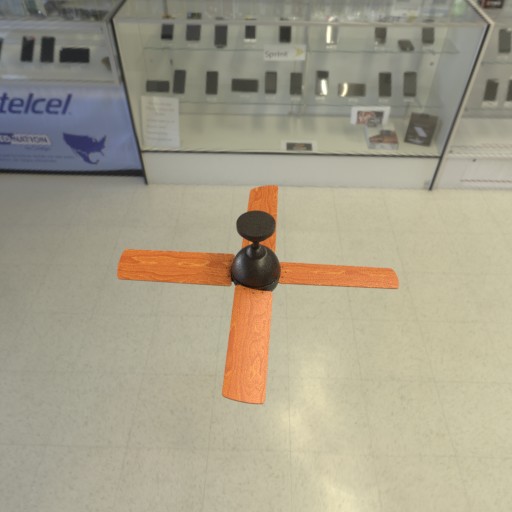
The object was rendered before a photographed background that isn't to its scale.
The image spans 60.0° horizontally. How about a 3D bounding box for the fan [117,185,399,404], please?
[{"bbox_3d":[0.000,0.000,2.043,1.332,0.403,1.332,3,46,3],"label":"fan"}]
